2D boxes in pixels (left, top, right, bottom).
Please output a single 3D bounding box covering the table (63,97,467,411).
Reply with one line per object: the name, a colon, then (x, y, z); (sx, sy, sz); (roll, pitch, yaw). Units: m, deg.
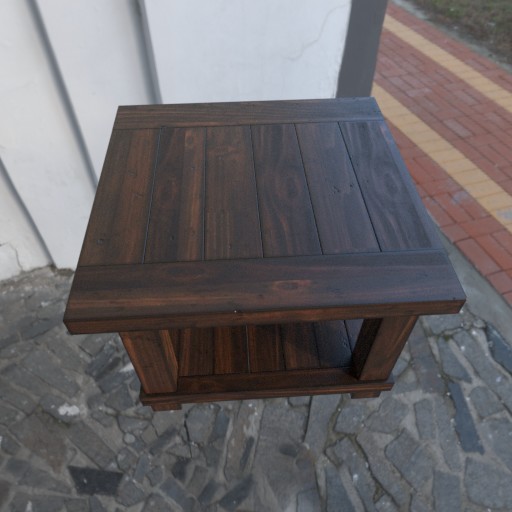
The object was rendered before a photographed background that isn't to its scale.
table: (0.000, 0.000, 1.018); (0.606, 0.437, 0.593); (-3, 49, -2)
